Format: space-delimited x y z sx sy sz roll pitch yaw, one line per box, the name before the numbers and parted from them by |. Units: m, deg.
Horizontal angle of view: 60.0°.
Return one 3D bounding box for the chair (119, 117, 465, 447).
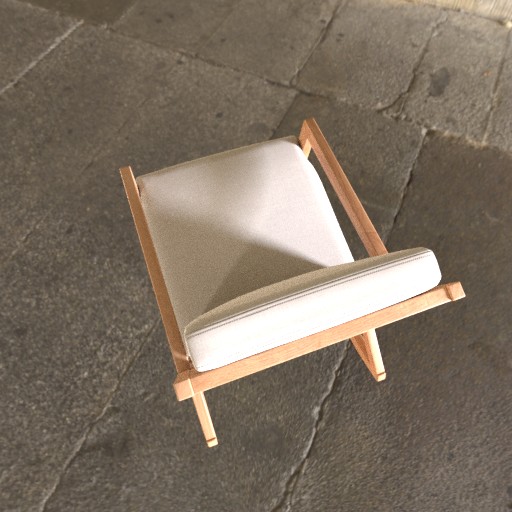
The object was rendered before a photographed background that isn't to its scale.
chair | 0.000 0.000 1.359 0.622 0.790 0.857 -18 60 -10
